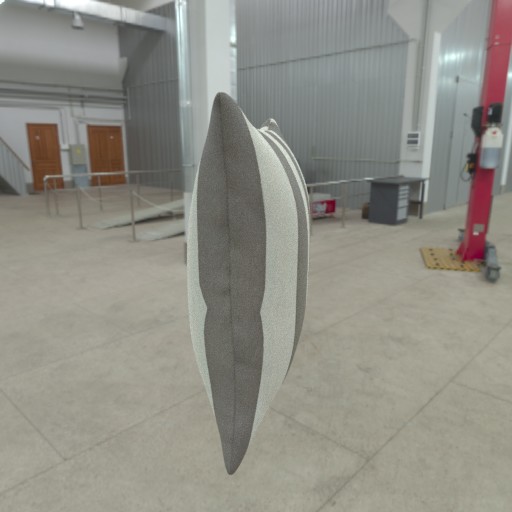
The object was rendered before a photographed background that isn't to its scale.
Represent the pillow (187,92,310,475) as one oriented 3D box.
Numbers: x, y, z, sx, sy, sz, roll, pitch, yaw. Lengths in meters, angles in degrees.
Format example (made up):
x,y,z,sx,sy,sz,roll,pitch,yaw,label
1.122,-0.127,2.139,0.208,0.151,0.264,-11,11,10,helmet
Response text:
x,y,z,sx,sy,sz,roll,pitch,yaw,label
0.000,0.000,0.804,0.192,0.507,0.522,2,14,8,pillow
